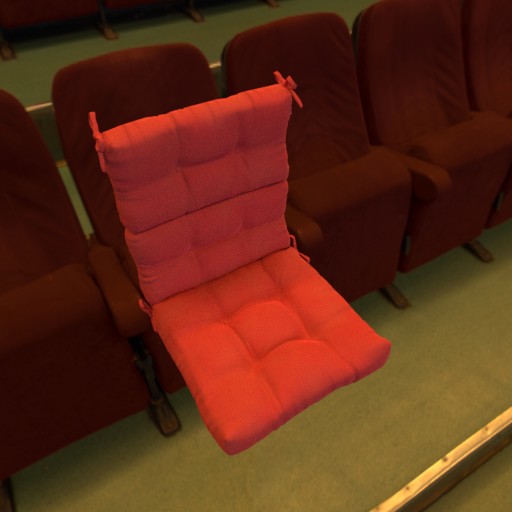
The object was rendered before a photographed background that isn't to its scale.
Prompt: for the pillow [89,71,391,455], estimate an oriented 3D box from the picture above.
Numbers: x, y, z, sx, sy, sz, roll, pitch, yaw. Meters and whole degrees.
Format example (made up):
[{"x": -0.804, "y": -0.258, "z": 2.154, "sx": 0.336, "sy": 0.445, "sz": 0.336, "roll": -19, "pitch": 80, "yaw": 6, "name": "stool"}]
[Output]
[{"x": 0.000, "y": 0.000, "z": 1.030, "sx": 0.519, "sy": 0.605, "sz": 0.571, "roll": -23, "pitch": 49, "yaw": -21, "name": "pillow"}]
